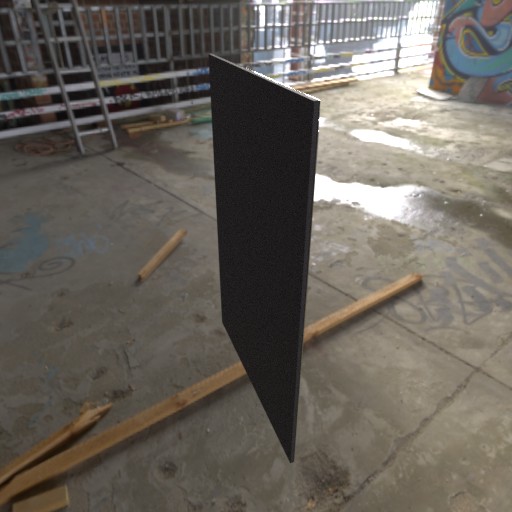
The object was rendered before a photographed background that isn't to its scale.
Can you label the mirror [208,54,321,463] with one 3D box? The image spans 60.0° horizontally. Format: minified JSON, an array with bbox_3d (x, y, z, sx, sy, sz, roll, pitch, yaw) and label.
[{"bbox_3d":[0.000,0.000,1.172,0.039,0.914,0.613,-11,33,-18],"label":"mirror"}]
